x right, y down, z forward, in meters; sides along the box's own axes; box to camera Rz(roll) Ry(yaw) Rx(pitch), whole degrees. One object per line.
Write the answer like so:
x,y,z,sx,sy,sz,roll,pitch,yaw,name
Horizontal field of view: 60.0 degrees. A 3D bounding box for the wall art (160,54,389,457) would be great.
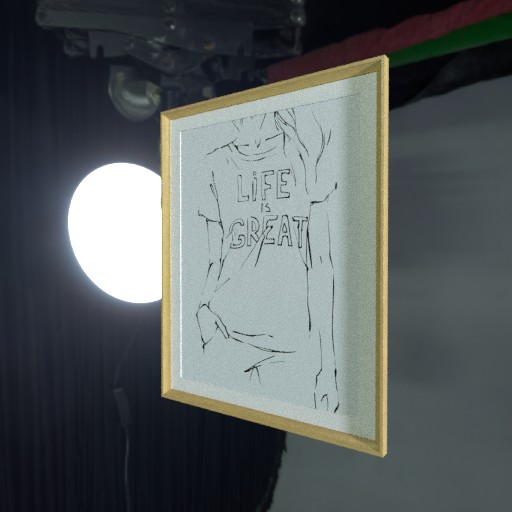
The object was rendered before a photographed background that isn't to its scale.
0.000,0.000,1.344,0.798,1.002,0.030,1,1,35,wall art
